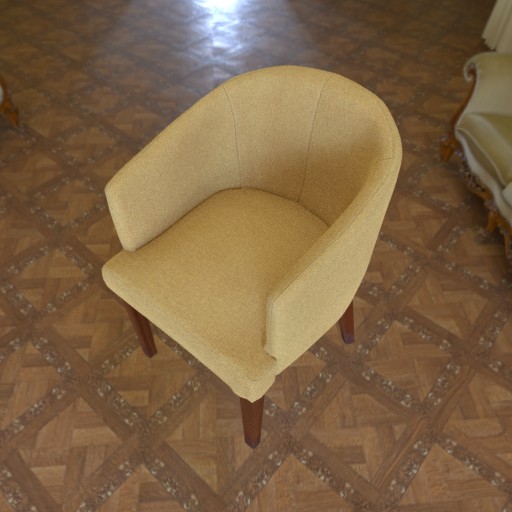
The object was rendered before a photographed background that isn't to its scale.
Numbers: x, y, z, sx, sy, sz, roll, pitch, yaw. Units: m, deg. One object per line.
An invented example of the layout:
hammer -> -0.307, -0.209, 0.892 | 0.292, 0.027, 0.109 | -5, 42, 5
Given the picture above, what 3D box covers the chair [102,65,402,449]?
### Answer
chair -> 0.000, 0.000, 1.229 | 0.583, 0.811, 0.655 | 32, 55, 26
